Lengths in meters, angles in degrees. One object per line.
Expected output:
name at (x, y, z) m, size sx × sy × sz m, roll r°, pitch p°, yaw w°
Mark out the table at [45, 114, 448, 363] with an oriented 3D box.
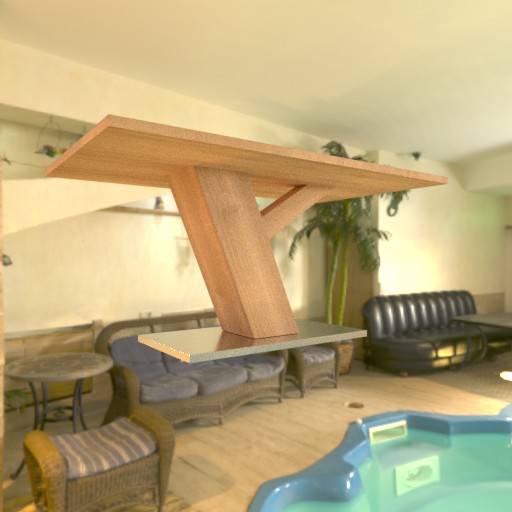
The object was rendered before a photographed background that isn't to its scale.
table at (0.000, 0.000, 2.009) m, size 1.600 × 0.750 × 0.900 m, roll 0°, pitch 0°, yaw -35°
